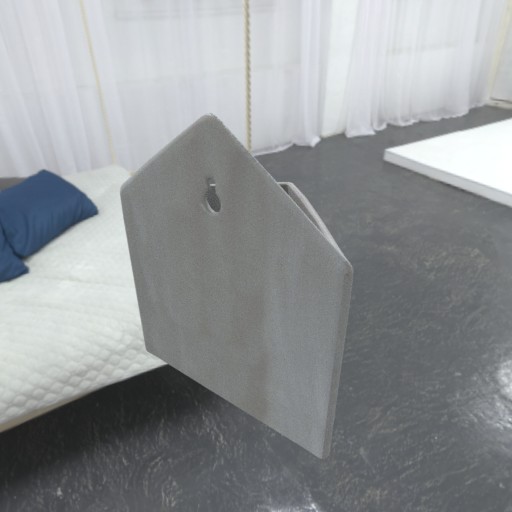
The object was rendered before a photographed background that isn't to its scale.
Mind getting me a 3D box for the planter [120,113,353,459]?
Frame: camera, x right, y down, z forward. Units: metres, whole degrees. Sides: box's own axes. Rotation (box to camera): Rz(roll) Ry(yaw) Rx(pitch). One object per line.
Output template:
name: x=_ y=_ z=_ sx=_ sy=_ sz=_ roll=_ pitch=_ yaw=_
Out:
planter: x=0.000 y=0.000 z=0.286 sx=0.163 sy=0.194 sz=0.080 roll=21 pitch=37 yaw=31
